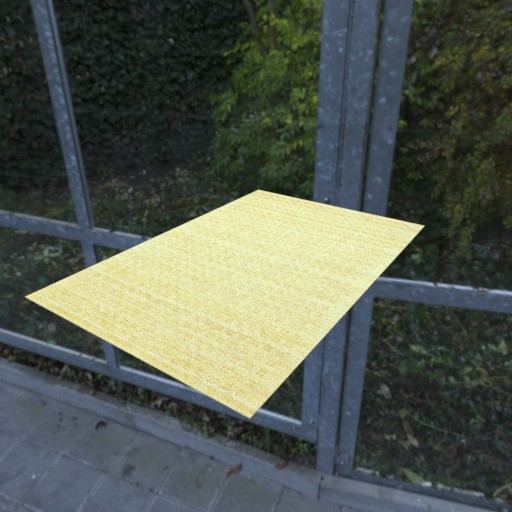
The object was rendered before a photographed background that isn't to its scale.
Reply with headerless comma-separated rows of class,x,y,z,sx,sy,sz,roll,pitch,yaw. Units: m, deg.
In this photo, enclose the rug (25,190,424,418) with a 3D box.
rug,0.000,0.000,2.905,1.524,0.006,2.286,17,31,31
